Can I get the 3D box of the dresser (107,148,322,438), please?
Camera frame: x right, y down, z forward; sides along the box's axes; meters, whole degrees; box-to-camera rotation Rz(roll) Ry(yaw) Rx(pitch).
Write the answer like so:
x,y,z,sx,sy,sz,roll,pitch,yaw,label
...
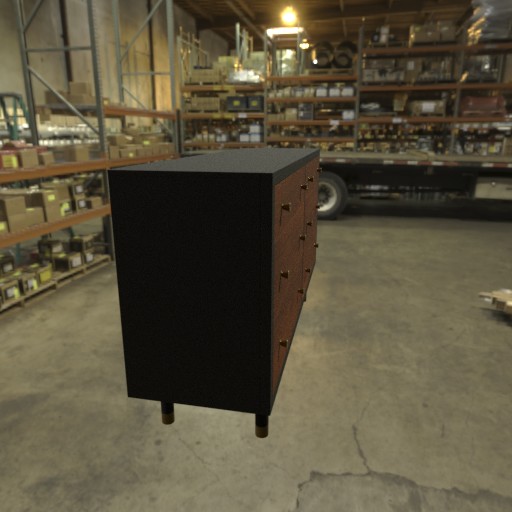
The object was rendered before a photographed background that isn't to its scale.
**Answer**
x,y,z,sx,sy,sz,roll,pitch,yaw,label
0.000,0.000,1.964,0.463,0.872,1.558,3,16,12,dresser
